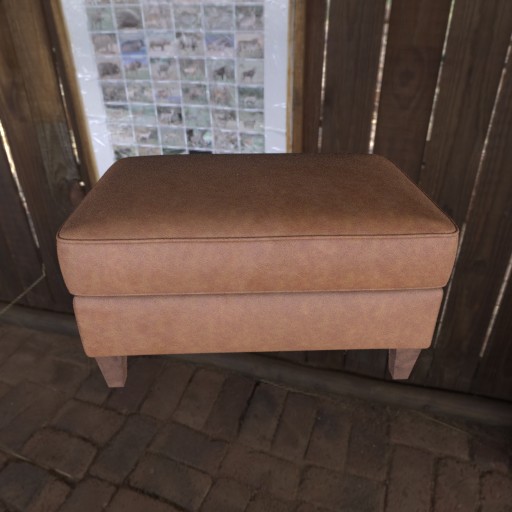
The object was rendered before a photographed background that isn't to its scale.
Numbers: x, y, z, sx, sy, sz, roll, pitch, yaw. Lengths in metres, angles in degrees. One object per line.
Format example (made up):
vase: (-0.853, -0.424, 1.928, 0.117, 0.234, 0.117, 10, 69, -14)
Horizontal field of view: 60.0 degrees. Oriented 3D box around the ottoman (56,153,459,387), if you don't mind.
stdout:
ottoman: (0.000, 0.000, 1.224, 0.864, 0.483, 0.584, -1, 29, -2)
